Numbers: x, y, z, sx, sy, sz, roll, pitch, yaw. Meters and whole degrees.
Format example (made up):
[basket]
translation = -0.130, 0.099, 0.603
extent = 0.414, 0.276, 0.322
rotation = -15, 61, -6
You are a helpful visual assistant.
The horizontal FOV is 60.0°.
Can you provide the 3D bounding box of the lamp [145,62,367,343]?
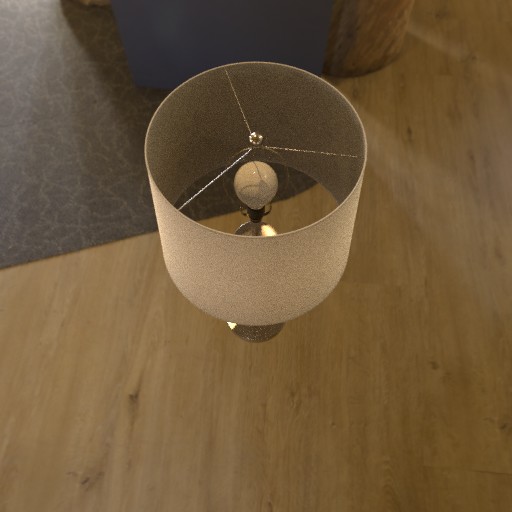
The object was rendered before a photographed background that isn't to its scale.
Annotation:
[lamp]
translation = 0.000, 0.000, 0.867
extent = 0.333, 0.696, 0.333
rotation = 0, 64, 0
